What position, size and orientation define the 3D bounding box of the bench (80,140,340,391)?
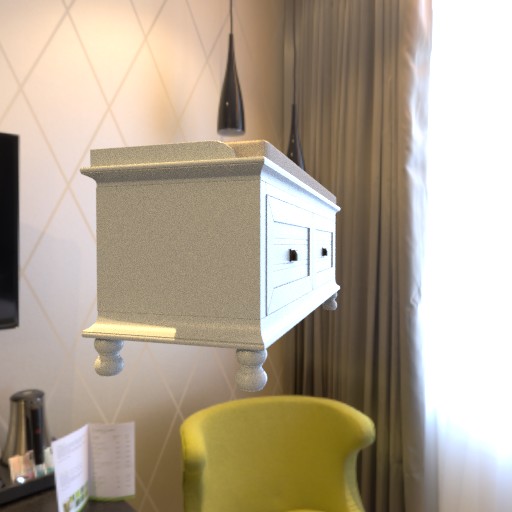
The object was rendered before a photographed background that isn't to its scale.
[{"bbox_3d":[0.000,0.000,1.435,0.402,0.486,1.185,0,2,17],"label":"bench"}]
